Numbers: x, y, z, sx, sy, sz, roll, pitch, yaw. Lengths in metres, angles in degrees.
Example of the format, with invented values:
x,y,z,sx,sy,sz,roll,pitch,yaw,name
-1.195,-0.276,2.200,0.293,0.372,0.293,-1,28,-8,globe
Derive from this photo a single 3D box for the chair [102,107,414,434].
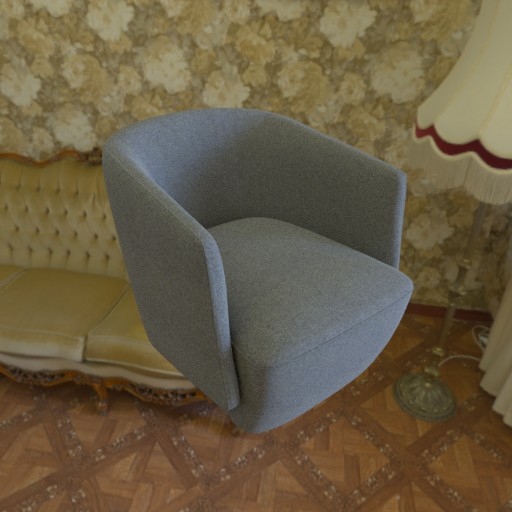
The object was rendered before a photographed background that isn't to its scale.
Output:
x,y,z,sx,sy,sz,roll,pitch,yaw,name
0.000,0.000,1.607,0.822,0.861,0.986,-21,37,-31,chair
